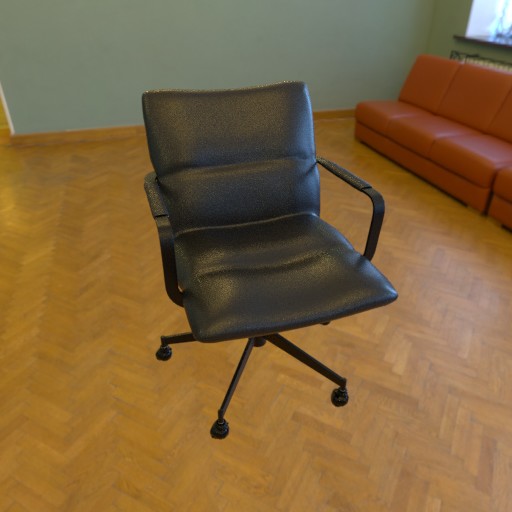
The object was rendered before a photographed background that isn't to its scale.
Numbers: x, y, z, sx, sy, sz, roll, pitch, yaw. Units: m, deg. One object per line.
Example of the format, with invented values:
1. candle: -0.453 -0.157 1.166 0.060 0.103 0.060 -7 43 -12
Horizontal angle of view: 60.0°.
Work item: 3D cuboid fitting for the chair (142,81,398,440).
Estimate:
1. chair: 0.000 0.000 1.429 0.719 0.922 0.748 -10 33 -15
